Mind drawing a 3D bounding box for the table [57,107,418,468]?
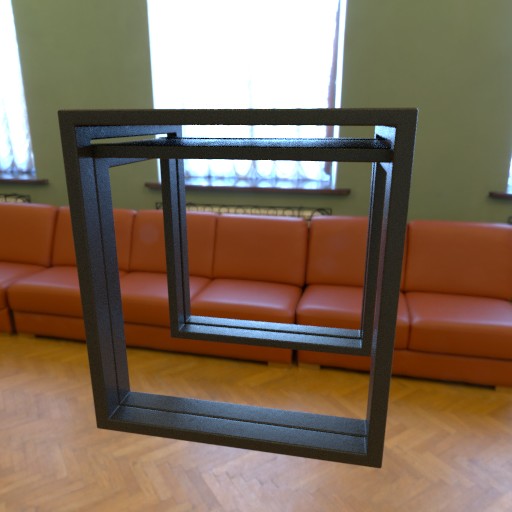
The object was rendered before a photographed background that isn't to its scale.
[{"bbox_3d":[0.000,0.000,0.885,0.500,0.550,0.449,3,17,11],"label":"table"}]
